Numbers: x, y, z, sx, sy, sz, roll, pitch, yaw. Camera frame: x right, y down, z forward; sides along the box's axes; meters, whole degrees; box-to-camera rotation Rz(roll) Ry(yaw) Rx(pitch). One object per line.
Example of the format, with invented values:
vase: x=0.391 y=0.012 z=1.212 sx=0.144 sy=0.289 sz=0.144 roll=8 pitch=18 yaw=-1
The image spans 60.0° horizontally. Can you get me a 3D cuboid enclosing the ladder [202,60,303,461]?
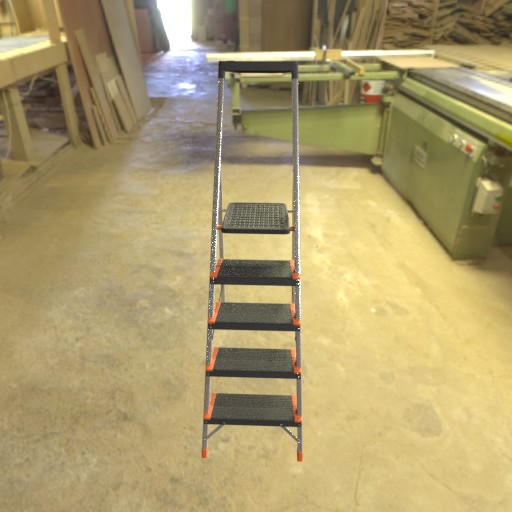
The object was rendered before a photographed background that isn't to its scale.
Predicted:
ladder: x=0.000 y=0.000 z=2.099 sx=0.480 sy=1.646 sz=0.995 roll=1 pitch=30 yaw=2
